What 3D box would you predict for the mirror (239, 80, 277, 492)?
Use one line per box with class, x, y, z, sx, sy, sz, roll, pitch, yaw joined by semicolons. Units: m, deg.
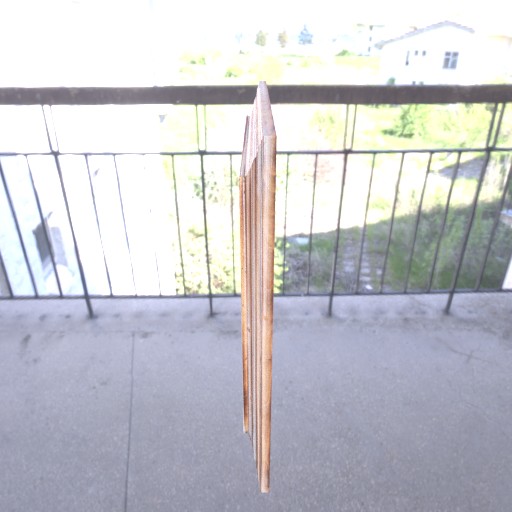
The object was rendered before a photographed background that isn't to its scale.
mirror;0.000;0.000;1.190;0.061;0.804;0.804;0;27;0
